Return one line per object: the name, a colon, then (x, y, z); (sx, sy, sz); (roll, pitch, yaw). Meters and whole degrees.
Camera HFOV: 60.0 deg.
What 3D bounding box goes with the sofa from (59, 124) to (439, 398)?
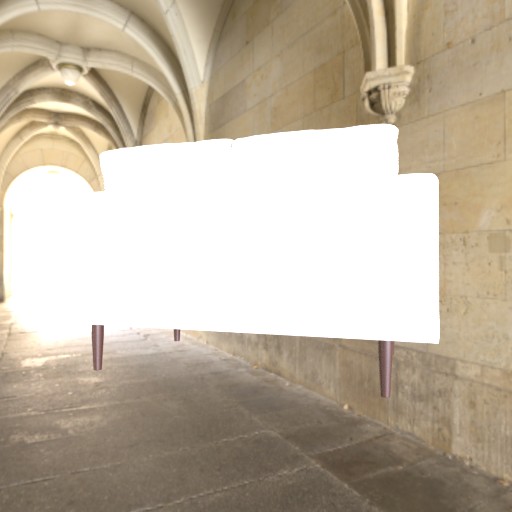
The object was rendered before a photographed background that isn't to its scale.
sofa: (0.000, 0.000, 1.934); (1.430, 0.908, 0.796); (0, 0, 18)
